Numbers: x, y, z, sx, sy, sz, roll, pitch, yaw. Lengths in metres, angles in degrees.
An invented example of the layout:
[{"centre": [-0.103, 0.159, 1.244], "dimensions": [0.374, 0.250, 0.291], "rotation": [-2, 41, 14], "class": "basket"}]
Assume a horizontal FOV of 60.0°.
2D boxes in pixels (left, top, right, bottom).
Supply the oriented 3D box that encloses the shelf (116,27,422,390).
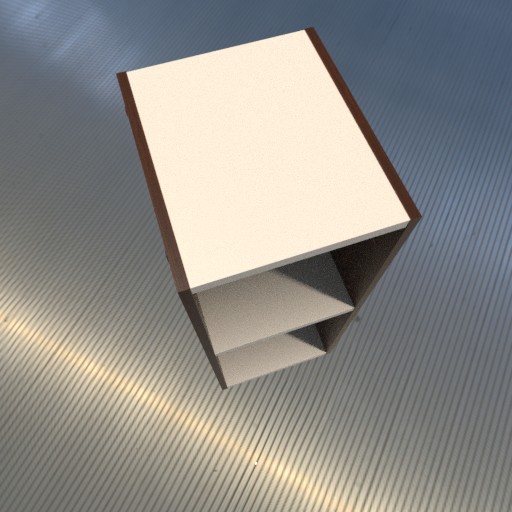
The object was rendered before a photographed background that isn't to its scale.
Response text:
[{"centre": [0.000, 0.000, 0.752], "dimensions": [0.253, 0.600, 0.290], "rotation": [-17, 66, -8], "class": "shelf"}]
